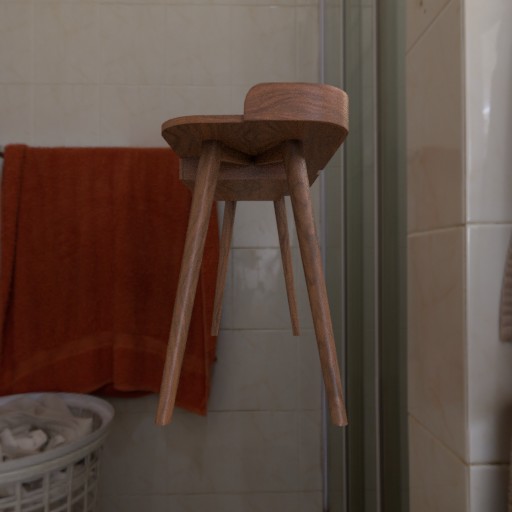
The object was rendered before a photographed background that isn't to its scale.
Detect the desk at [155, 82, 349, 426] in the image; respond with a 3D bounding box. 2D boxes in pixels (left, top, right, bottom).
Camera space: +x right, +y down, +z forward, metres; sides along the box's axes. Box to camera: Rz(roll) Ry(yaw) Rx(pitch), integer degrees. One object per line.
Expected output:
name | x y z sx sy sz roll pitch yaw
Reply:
desk | 0.000 0.000 1.657 0.486 0.800 1.256 0 0 0
